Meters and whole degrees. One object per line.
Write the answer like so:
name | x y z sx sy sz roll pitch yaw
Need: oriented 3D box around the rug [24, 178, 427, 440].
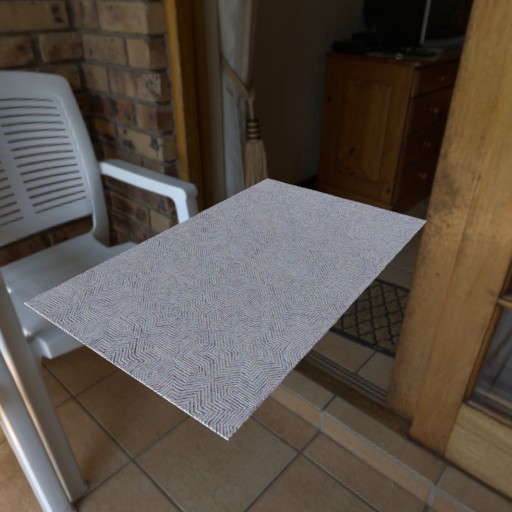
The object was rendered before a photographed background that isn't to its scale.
rug | 0.000 0.000 2.992 1.519 0.007 2.428 21 37 31
